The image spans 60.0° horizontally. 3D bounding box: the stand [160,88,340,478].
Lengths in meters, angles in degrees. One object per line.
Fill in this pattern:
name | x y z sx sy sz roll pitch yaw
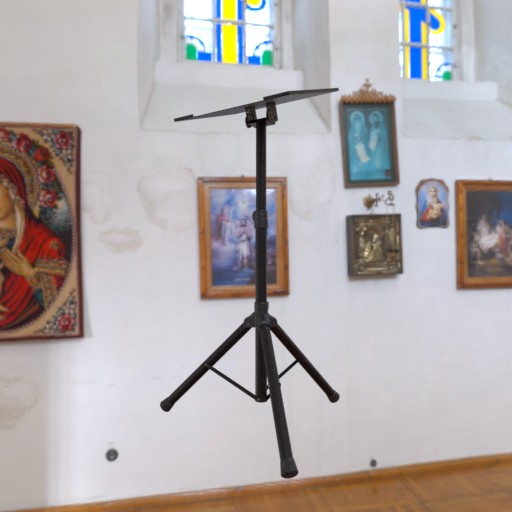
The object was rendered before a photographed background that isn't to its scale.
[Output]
stand | 0.000 0.000 1.640 0.702 1.198 0.702 0 0 34
